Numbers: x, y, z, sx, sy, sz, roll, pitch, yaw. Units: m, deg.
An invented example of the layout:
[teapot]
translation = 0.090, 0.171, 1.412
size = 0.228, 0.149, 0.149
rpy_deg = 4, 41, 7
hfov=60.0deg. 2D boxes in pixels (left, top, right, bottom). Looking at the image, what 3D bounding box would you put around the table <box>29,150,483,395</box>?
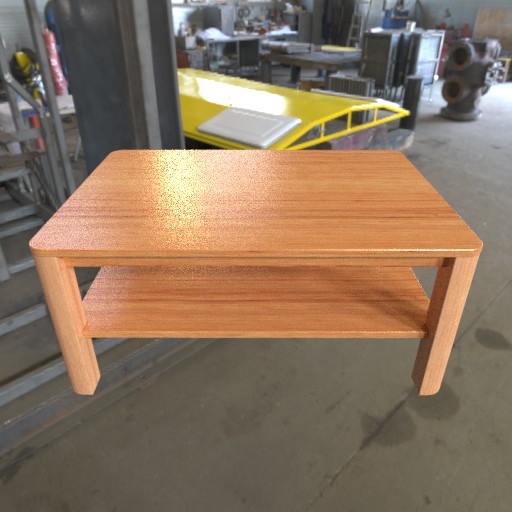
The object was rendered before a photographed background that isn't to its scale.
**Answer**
[table]
translation = 0.000, 0.000, 1.356
size = 0.997, 0.445, 0.696
rpy_deg = 0, 31, 0
